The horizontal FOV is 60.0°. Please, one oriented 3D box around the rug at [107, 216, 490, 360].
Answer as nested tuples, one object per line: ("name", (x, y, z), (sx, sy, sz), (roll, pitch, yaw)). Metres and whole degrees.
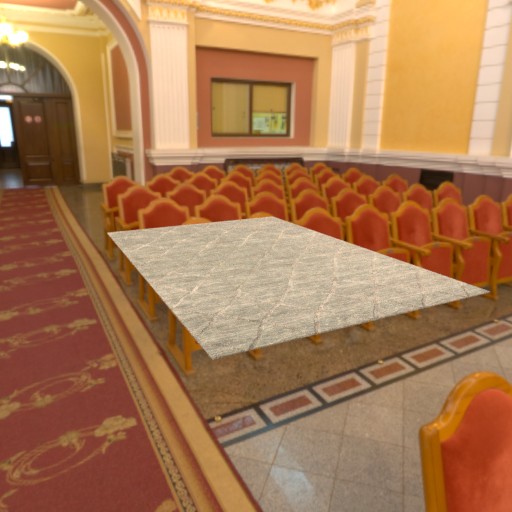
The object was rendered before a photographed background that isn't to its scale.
("rug", (0.000, 0.000, 2.914), (1.521, 0.006, 2.283), (-8, 18, -26))
